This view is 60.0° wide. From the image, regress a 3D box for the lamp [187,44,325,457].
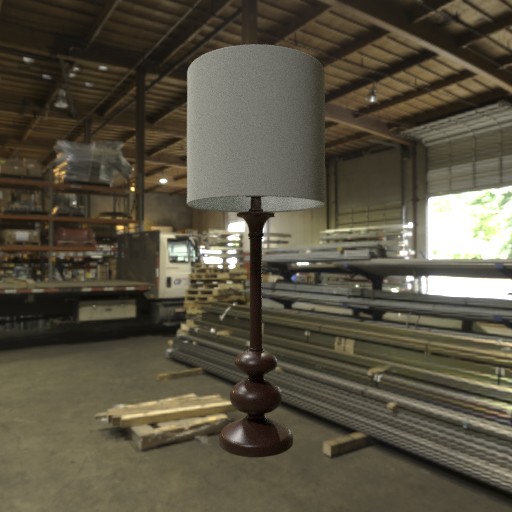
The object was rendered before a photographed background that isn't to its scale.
[{"bbox_3d":[0.000,0.000,0.824,0.254,0.690,0.254,0,0,-36],"label":"lamp"}]
